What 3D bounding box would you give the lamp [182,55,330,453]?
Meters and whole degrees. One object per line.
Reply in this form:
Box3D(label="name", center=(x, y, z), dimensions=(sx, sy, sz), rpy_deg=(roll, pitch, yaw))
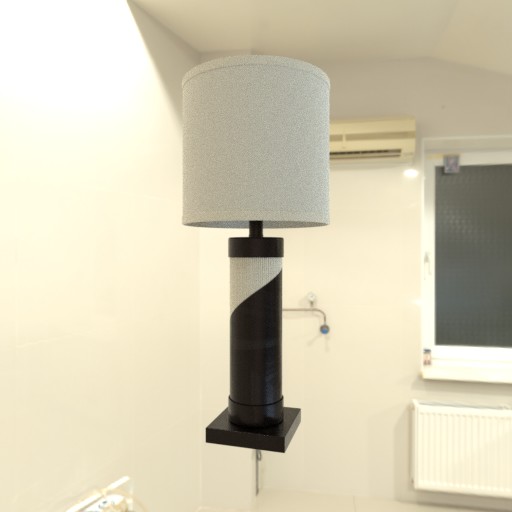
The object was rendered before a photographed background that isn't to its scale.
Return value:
Box3D(label="lamp", center=(0.000, 0.000, 0.639), dimensions=(0.211, 0.509, 0.211), rpy_deg=(0, 1, 17))
